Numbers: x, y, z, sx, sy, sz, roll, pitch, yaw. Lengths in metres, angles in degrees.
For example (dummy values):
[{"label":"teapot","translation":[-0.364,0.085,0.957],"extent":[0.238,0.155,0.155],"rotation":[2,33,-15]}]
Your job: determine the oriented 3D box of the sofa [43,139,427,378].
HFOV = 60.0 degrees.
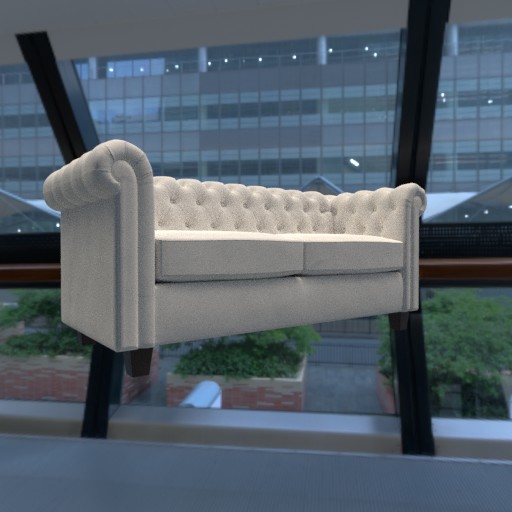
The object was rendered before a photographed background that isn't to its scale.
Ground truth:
[{"label":"sofa","translation":[0.000,0.000,2.201],"extent":[1.798,0.796,0.771],"rotation":[-1,1,-36]}]
